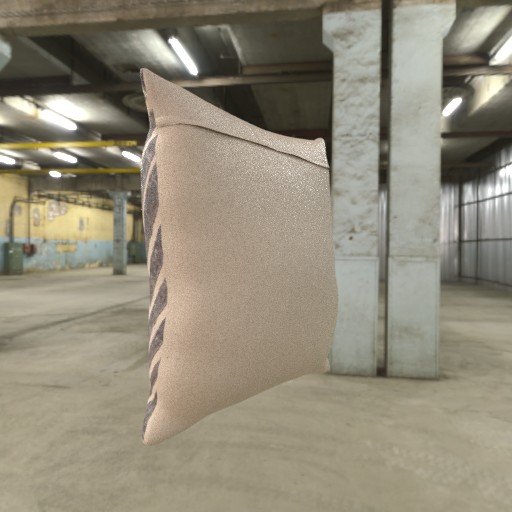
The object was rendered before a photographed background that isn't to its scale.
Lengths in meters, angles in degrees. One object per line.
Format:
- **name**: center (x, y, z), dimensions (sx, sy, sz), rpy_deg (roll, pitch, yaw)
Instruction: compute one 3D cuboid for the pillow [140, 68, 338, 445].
- **pillow**: center (0.000, 0.000, 0.675), dimensions (0.182, 0.441, 0.440), rpy_deg (0, 1, 37)
